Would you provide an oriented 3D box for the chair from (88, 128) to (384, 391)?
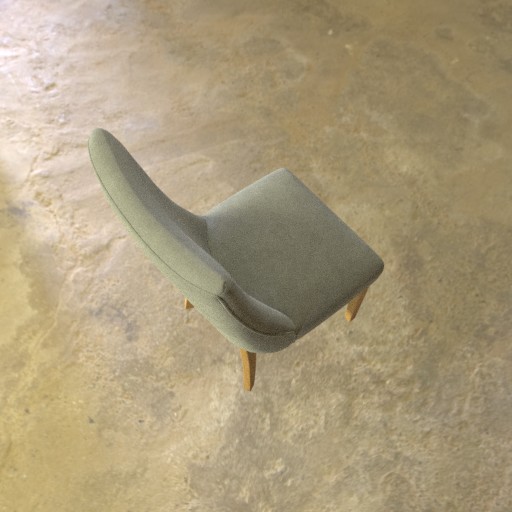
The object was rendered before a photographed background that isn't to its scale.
[{"bbox_3d":[0.000,0.000,1.270,0.610,0.902,0.495,-33,64,-18],"label":"chair"}]
